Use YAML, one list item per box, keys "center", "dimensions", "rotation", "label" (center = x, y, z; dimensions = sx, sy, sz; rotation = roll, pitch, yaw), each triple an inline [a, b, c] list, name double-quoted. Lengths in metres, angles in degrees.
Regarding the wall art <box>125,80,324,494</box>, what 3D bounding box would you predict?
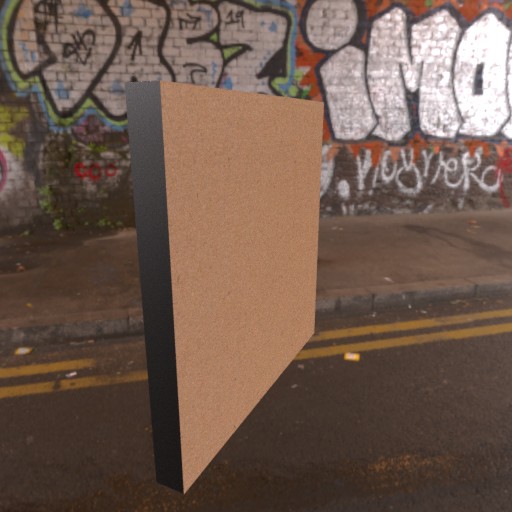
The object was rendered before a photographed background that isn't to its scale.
- center: [0.000, 0.000, 0.466]
  dimensions: [0.029, 0.318, 0.327]
  rotation: [8, 18, 25]
  label: "wall art"
